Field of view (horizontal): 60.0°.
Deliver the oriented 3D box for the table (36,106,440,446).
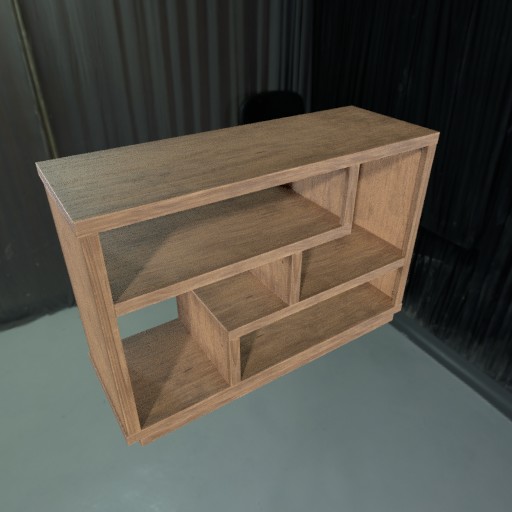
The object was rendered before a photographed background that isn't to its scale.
[{"bbox_3d":[0.000,0.000,1.517,1.151,0.771,0.410,-19,37,-27],"label":"table"}]
